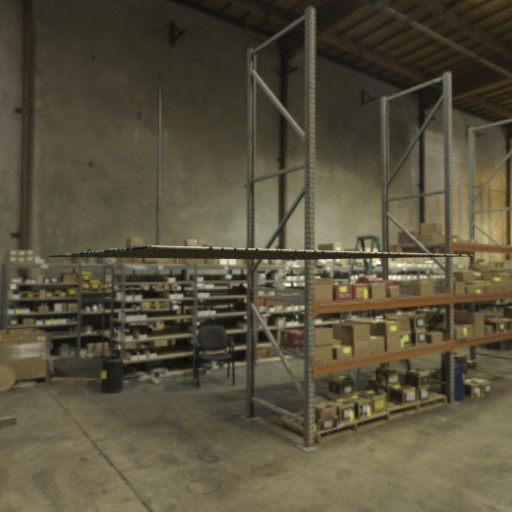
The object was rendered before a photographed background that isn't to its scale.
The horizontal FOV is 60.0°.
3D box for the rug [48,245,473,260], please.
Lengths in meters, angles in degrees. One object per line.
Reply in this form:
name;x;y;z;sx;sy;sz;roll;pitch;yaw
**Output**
rug;0.000;0.000;4.026;3.017;0.014;2.416;1;-2;-36
